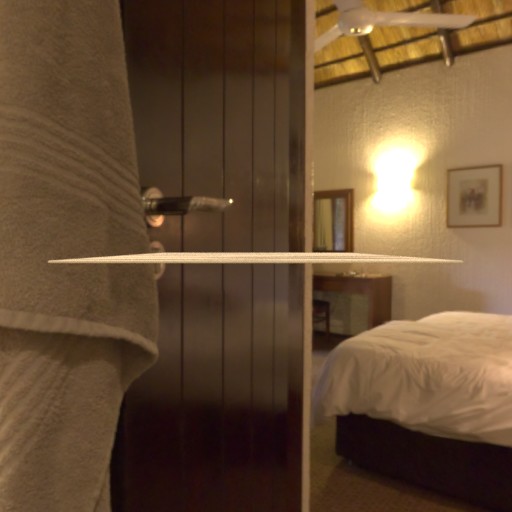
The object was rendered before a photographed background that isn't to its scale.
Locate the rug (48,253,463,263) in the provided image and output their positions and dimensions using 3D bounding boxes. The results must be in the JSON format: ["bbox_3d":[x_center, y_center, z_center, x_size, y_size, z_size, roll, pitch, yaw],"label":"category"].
[{"bbox_3d":[0.000,0.000,3.959,2.353,0.014,2.945,0,1,0],"label":"rug"}]
